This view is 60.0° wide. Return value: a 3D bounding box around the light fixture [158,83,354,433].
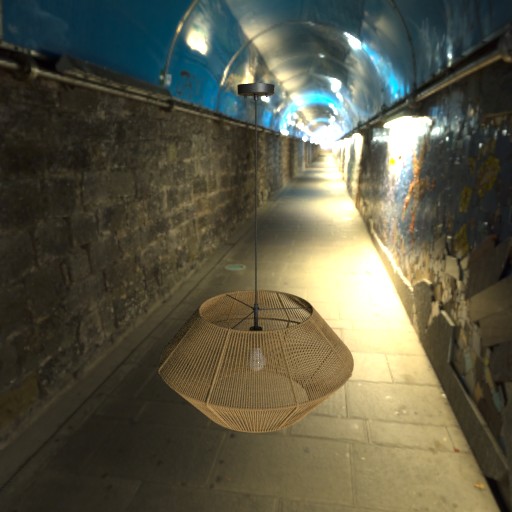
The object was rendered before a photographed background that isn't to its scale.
[{"bbox_3d":[0.000,0.000,1.394,0.643,1.009,0.643,0,14,0],"label":"light fixture"}]
